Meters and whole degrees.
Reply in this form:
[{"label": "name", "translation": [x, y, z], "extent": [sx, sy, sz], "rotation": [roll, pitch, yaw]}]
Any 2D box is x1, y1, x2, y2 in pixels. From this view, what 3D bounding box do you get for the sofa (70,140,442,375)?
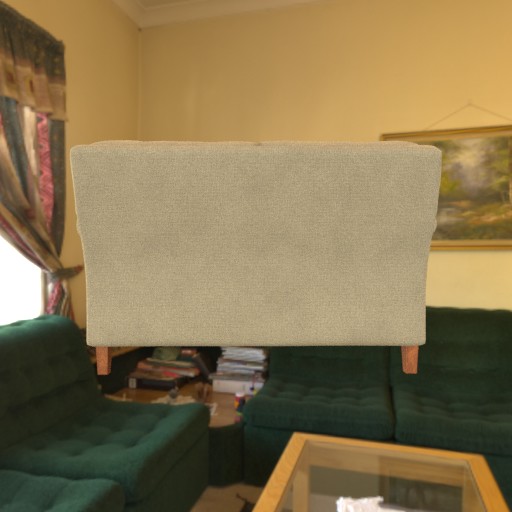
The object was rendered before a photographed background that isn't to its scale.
[{"label": "sofa", "translation": [0.000, 0.000, 2.204], "extent": [1.480, 0.999, 1.087], "rotation": [0, 0, -1]}]
